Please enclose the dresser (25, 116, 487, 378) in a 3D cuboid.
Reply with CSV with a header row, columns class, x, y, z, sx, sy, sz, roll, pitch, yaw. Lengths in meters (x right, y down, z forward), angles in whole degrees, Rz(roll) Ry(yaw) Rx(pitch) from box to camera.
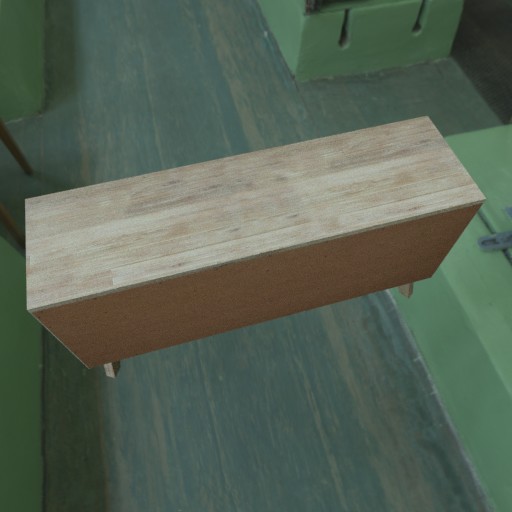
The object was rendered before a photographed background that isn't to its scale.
class,x,y,z,sx,sy,sz,roll,pitch,yaw
dresser,0.000,0.000,1.935,1.602,0.788,0.455,-14,59,-8
